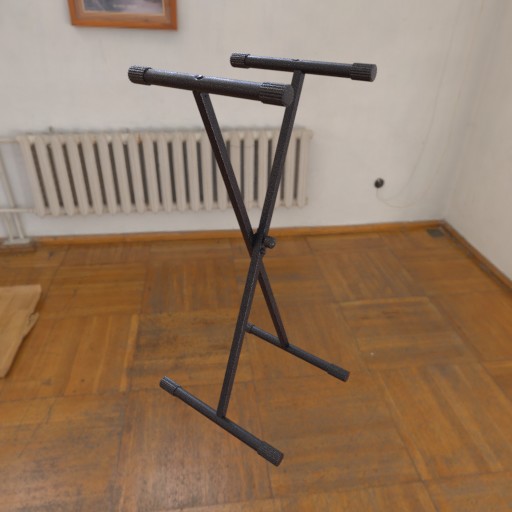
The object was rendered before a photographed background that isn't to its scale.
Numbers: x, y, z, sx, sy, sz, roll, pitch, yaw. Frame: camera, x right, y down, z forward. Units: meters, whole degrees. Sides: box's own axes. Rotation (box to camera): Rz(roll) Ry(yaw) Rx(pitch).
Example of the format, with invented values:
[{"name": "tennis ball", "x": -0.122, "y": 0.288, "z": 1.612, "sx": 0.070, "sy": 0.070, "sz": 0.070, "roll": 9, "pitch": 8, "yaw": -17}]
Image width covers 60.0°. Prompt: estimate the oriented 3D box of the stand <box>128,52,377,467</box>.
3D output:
[{"name": "stand", "x": 0.000, "y": 0.000, "z": 1.178, "sx": 0.449, "sy": 0.940, "sz": 0.409, "roll": 21, "pitch": 36, "yaw": 32}]
